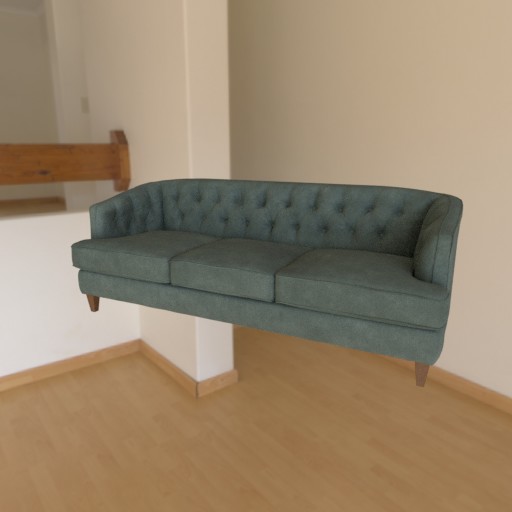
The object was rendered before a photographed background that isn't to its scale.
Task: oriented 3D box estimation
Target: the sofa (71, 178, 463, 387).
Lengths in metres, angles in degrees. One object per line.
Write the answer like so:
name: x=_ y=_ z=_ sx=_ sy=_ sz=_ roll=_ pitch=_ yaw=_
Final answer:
sofa: x=0.000 y=0.000 z=2.758 sx=2.278 sy=0.855 sz=0.941 roll=7 pitch=16 yaw=26
